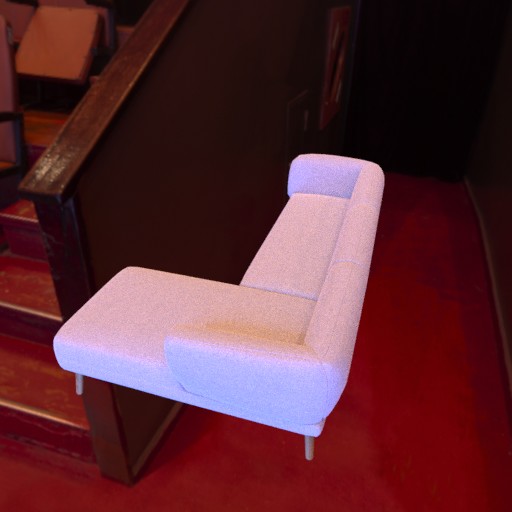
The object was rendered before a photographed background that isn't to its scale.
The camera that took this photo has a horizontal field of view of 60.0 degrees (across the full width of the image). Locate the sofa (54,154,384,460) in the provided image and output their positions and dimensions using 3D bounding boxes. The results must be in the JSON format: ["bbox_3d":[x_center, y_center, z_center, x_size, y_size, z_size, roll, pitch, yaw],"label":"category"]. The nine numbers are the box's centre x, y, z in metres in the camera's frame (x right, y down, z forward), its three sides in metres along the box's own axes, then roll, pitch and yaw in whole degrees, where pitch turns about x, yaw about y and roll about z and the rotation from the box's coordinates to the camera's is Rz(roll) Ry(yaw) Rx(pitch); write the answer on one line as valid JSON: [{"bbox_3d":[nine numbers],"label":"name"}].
[{"bbox_3d":[0.000,0.000,3.217,1.610,0.730,2.660,10,33,15],"label":"sofa"}]
